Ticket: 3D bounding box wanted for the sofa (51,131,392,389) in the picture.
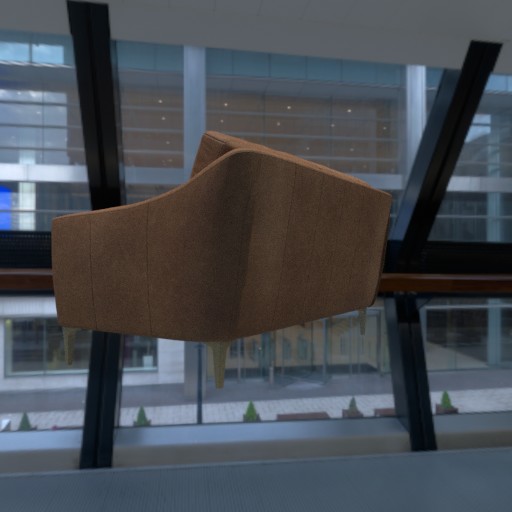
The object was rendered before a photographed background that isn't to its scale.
[{"bbox_3d":[0.000,0.000,2.204,0.960,0.902,1.619,0,0,36],"label":"sofa"}]
